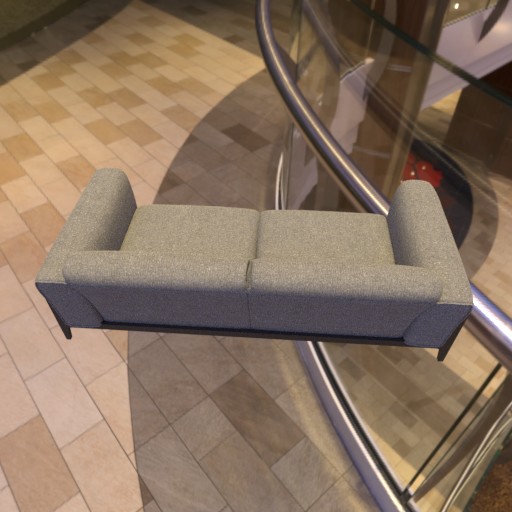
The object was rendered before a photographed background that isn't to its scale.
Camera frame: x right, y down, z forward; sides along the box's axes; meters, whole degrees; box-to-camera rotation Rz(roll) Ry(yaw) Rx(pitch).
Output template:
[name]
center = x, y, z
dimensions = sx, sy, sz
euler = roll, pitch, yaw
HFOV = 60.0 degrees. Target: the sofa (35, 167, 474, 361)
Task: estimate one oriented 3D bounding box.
[sofa]
center = 0.000, 0.000, 2.536
dimensions = 2.125, 0.703, 0.985
euler = 3, 45, 3
